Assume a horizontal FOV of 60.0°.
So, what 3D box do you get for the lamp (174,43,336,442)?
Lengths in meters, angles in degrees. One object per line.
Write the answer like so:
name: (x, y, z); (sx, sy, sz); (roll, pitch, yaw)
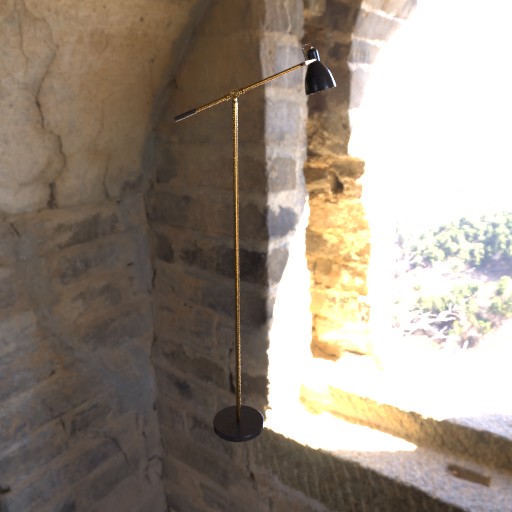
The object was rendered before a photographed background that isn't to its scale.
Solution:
lamp: (0.000, 0.000, 1.844); (0.618, 1.628, 0.235); (-3, 16, -9)
